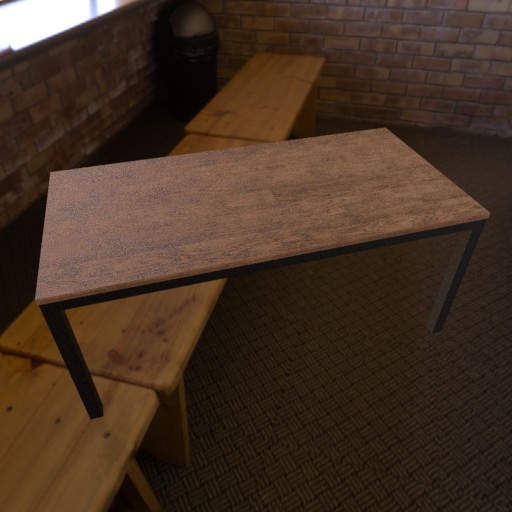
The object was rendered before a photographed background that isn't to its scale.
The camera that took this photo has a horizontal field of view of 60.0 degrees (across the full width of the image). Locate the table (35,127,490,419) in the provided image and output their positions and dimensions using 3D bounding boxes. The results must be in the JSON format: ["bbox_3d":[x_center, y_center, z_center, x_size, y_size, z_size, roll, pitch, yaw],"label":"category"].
[{"bbox_3d":[0.000,0.000,2.254,1.805,0.767,0.893,-11,41,-13],"label":"table"}]
